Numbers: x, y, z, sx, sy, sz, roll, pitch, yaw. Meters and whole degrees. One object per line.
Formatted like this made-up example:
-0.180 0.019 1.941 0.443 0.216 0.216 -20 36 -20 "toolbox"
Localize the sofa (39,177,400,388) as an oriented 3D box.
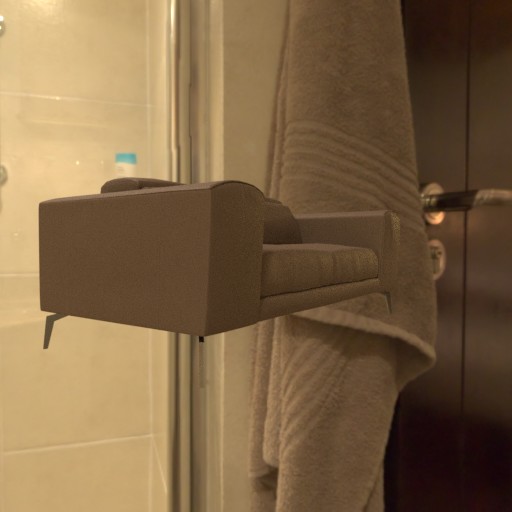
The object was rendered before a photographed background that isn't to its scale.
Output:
0.000 0.000 2.385 1.003 0.779 1.895 1 2 35 "sofa"
